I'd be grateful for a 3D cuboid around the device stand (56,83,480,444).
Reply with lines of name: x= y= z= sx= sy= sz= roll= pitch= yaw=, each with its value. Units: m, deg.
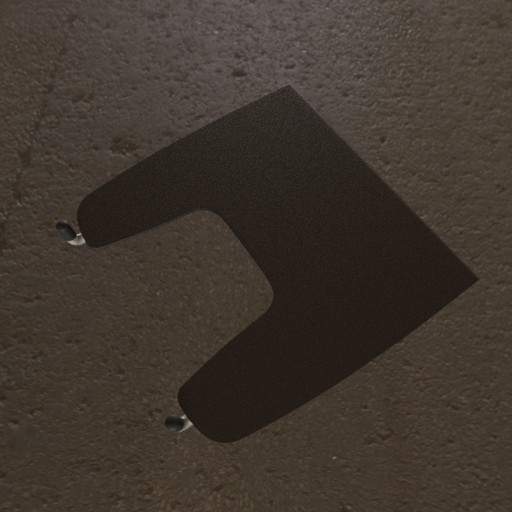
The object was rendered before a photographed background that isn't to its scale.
device stand: x=0.000 y=0.000 z=0.349 sx=0.230 sy=0.092 sz=0.230 roll=-31 pitch=69 yaw=-14
